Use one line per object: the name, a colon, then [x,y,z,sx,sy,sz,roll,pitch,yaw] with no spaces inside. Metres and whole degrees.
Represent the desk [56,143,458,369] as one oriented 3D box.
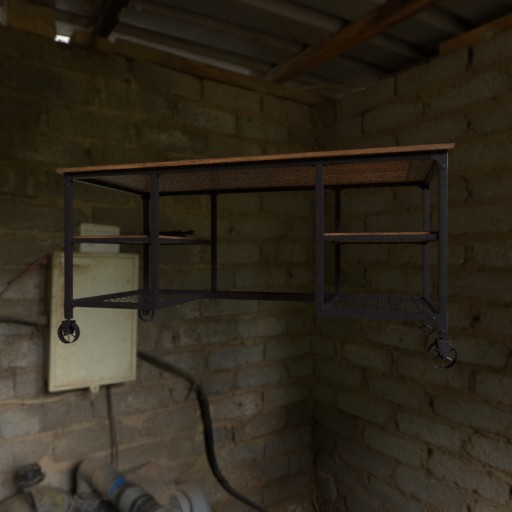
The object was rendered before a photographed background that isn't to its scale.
desk: [0.000,0.000,2.009,1.590,0.751,0.711,0,0,16]
